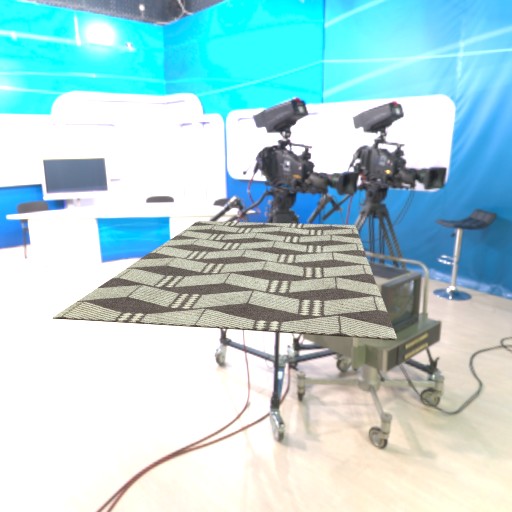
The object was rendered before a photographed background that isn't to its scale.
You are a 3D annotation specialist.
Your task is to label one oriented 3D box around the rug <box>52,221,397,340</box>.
[{"bbox_3d":[0.000,0.000,3.066,1.517,0.011,2.435,2,15,8],"label":"rug"}]
